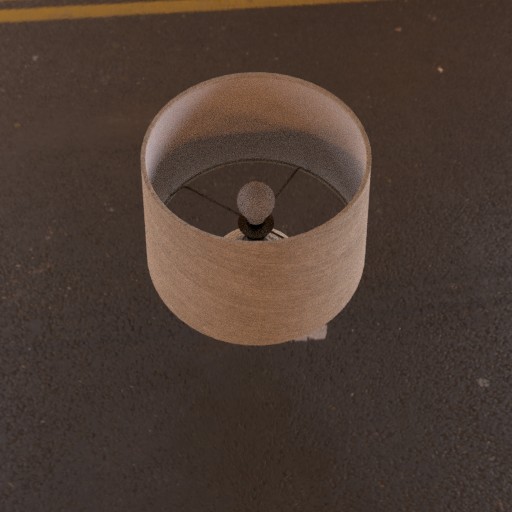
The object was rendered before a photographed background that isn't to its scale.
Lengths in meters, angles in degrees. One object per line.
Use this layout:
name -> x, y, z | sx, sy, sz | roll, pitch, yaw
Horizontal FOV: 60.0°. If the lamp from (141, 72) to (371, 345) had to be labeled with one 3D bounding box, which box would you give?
lamp -> 0.000, 0.000, 0.845 | 0.390, 0.580, 0.390 | 0, 60, 0
